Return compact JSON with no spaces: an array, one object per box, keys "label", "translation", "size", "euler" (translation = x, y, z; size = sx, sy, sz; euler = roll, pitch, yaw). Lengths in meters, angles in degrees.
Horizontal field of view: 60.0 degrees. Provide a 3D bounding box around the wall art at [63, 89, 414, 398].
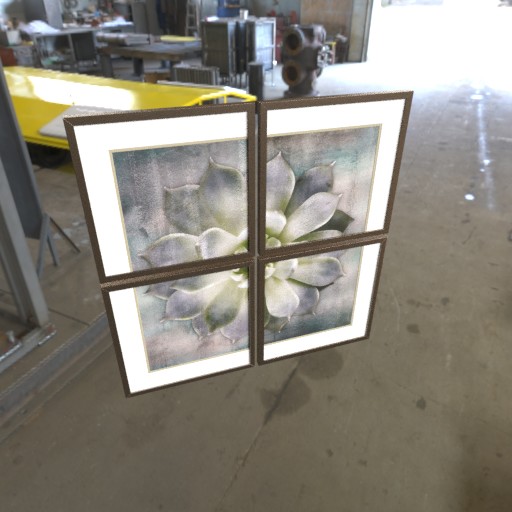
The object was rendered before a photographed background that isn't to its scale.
[{"label":"wall art","translation":[0.000,0.000,1.531],"size":[1.032,1.032,0.030],"euler":[-10,33,-16]}]
